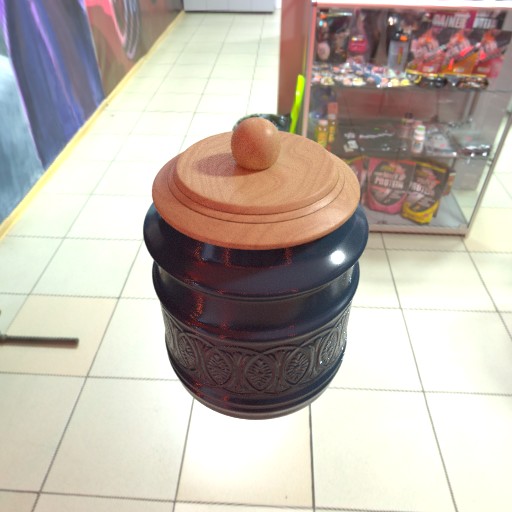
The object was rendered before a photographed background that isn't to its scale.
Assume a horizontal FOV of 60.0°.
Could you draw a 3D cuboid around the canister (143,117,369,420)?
[{"bbox_3d":[0.000,0.000,0.277,0.130,0.176,0.130,0,40,0],"label":"canister"}]
